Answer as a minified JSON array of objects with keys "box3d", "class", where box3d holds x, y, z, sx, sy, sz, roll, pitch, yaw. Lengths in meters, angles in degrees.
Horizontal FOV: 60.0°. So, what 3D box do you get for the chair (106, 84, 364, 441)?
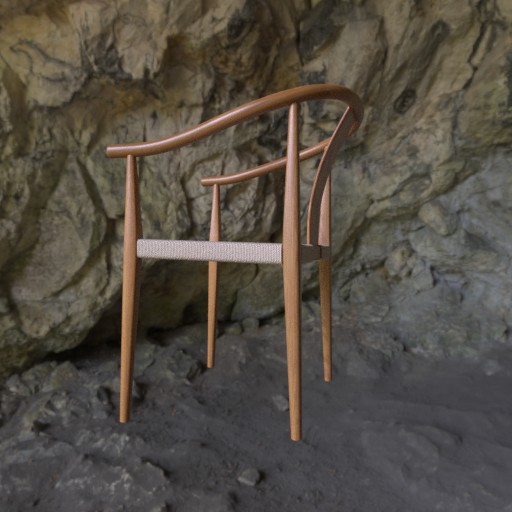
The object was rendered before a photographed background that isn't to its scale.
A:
[{"box3d":[0.000,0.000,1.235,0.579,0.800,0.556,0,1,18],"class":"chair"}]
